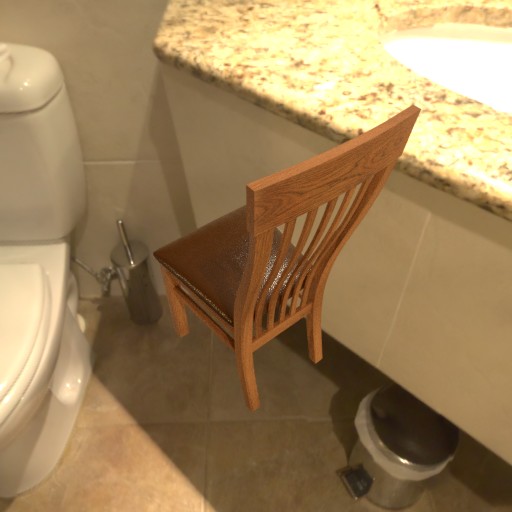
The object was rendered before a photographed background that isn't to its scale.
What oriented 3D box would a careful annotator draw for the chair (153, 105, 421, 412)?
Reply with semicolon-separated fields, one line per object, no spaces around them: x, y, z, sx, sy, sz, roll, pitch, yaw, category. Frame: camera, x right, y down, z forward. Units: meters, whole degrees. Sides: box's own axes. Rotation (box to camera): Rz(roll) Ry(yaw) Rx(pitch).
0.000;0.000;1.362;0.450;1.050;0.580;-30;53;-26;chair
